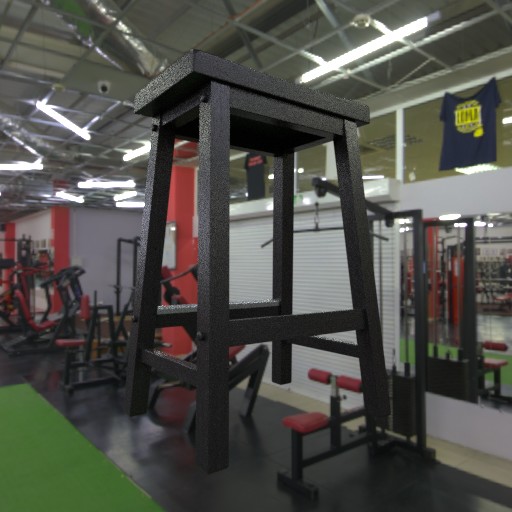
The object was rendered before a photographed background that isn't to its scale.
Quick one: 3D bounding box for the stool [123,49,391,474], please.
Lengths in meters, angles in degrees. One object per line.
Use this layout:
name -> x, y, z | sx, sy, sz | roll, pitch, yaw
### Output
stool -> 0.000, 0.000, 0.861 | 0.406, 0.610, 0.322 | 1, -1, -37
